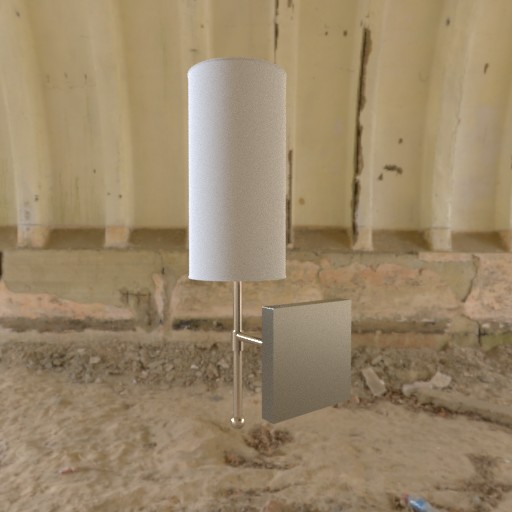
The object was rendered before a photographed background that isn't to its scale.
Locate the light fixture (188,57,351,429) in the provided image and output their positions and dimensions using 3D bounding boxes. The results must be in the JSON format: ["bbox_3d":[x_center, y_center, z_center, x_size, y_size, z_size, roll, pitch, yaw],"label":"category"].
[{"bbox_3d":[0.000,0.000,0.551,0.128,0.462,0.208,-1,2,-37],"label":"light fixture"}]
